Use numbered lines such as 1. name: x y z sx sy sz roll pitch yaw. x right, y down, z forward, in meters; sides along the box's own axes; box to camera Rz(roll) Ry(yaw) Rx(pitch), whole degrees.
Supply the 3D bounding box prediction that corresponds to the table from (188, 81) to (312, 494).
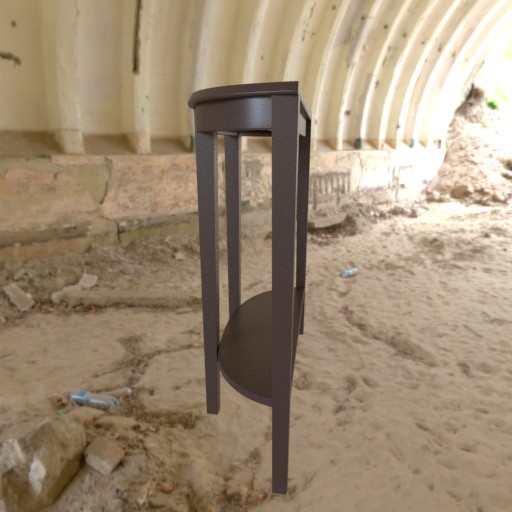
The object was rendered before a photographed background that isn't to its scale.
1. table: 0.000 0.000 1.281 0.274 0.831 0.909 2 14 8
